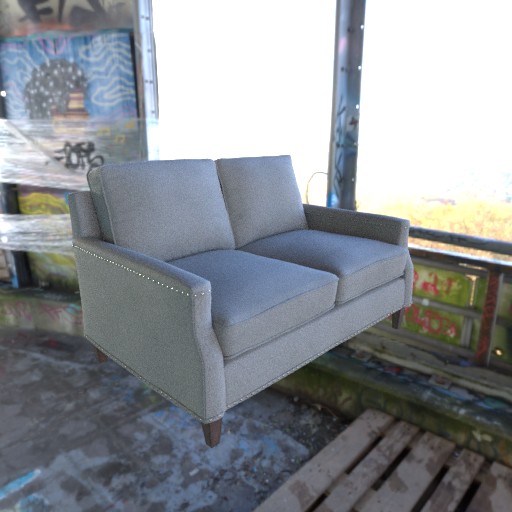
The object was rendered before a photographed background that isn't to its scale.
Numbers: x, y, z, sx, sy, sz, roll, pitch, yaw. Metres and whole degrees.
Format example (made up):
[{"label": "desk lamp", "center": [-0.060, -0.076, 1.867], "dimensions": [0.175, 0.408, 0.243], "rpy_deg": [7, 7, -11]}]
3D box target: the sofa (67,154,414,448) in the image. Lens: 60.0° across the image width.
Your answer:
[{"label": "sofa", "center": [0.000, 0.000, 2.360], "dimensions": [1.084, 1.003, 1.597], "rpy_deg": [15, 22, 42]}]
